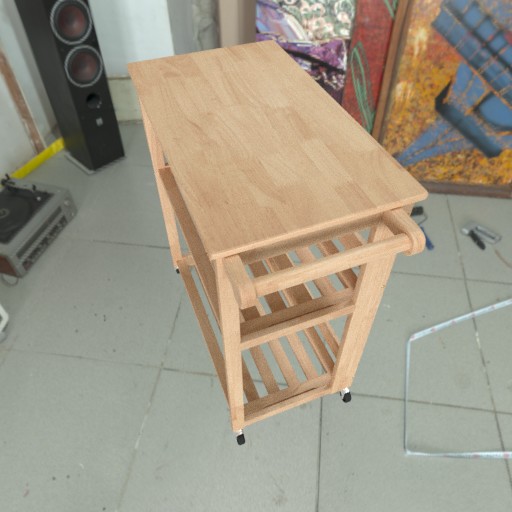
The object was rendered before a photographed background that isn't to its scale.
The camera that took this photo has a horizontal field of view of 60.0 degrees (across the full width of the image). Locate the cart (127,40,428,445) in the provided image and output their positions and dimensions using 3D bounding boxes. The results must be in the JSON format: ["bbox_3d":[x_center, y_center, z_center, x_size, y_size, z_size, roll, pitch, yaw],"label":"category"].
[{"bbox_3d":[0.000,0.000,1.314,0.432,0.879,0.853,-16,50,-14],"label":"cart"}]
